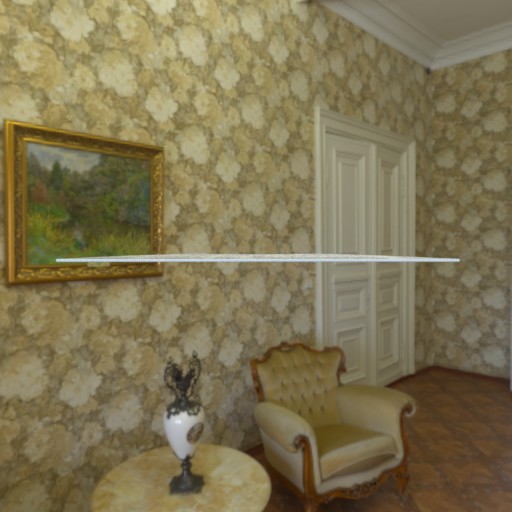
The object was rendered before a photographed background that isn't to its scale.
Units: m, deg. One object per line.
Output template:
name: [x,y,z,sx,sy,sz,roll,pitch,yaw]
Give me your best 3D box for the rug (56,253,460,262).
rug: [0.000,0.000,3.968,2.311,0.032,2.921,0,1,-1]
